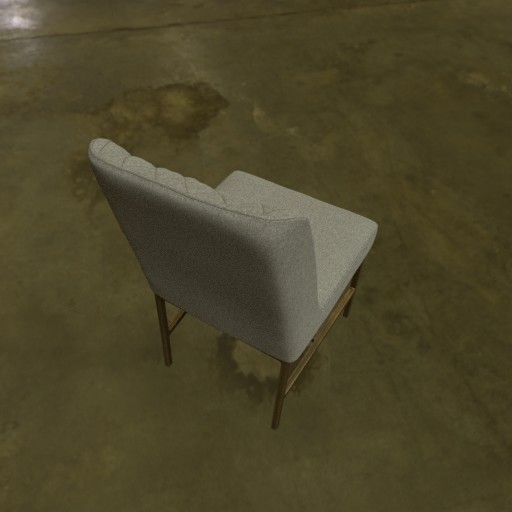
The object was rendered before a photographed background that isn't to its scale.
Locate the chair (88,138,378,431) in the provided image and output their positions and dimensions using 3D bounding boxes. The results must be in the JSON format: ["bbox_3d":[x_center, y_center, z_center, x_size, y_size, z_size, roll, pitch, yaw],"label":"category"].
[{"bbox_3d":[0.000,0.000,1.227,0.508,0.889,0.587,24,53,20],"label":"chair"}]
